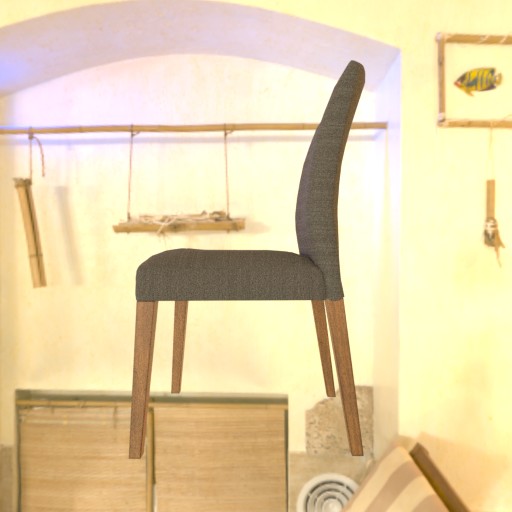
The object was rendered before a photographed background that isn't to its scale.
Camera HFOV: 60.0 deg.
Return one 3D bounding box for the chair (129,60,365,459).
[{"bbox_3d":[0.000,0.000,1.270,0.585,0.940,0.496,0,1,1],"label":"chair"}]
